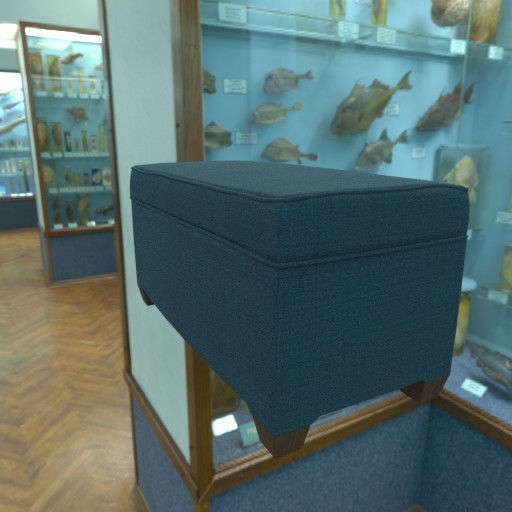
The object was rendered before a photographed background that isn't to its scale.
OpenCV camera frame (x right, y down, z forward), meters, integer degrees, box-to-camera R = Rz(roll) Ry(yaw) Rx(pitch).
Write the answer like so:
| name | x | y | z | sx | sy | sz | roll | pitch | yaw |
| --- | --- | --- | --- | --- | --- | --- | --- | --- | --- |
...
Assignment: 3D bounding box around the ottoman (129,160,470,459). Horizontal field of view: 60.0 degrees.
| name | x | y | z | sx | sy | sz | roll | pitch | yaw |
| --- | --- | --- | --- | --- | --- | --- | --- | --- | --- |
| ottoman | 0.000 | 0.000 | 1.178 | 0.474 | 0.474 | 0.943 | -8 | 17 | -27 |
